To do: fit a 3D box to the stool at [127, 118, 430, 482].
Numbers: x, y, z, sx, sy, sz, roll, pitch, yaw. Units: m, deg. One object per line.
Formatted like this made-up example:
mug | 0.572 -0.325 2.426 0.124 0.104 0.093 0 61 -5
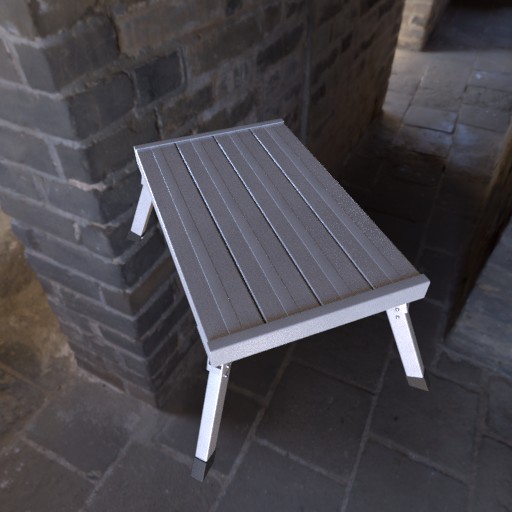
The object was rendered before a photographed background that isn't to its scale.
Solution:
stool | 0.000 0.000 0.735 0.385 0.225 0.535 -15 46 -15
